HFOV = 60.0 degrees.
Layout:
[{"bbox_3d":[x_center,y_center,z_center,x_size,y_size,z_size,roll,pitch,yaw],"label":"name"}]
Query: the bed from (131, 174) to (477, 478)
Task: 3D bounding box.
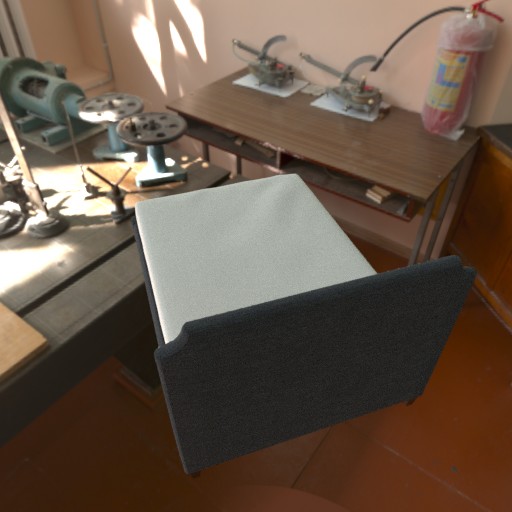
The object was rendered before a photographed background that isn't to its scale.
[{"bbox_3d":[0.000,0.000,3.348,1.713,1.443,2.372,-13,43,-14],"label":"bed"}]
